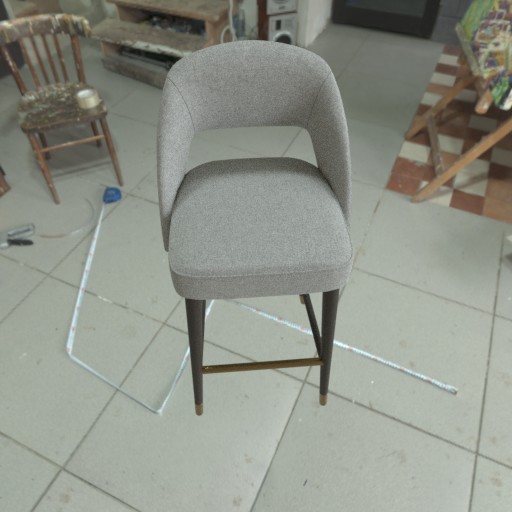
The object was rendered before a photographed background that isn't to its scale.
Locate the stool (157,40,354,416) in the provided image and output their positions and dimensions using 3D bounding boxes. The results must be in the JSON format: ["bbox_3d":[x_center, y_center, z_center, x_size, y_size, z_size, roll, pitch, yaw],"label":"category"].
[{"bbox_3d":[0.000,0.000,1.307,0.494,1.037,0.509,-3,48,-3],"label":"stool"}]
